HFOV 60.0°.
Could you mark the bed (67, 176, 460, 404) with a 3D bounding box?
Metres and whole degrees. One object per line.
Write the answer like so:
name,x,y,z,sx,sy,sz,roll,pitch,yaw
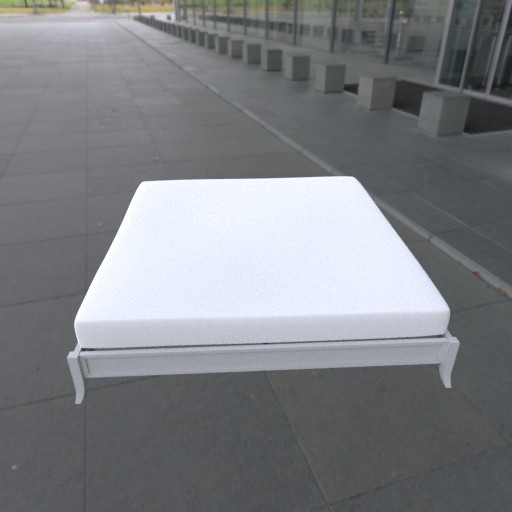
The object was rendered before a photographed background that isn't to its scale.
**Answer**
bed,0.000,0.000,3.143,2.007,0.510,2.108,-2,30,-3
